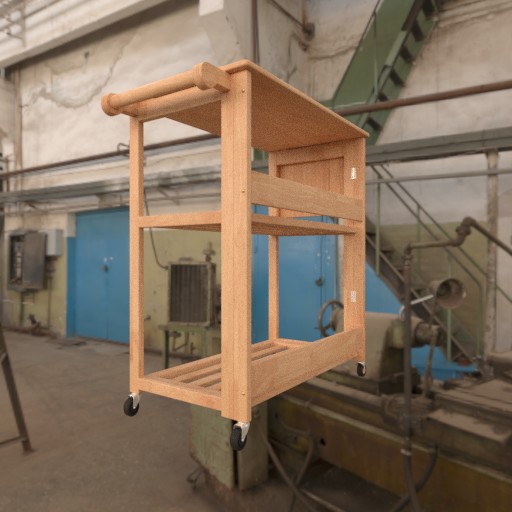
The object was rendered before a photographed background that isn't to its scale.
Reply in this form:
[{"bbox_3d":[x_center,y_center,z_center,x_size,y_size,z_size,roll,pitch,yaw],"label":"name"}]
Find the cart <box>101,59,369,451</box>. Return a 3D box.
[{"bbox_3d":[0.000,0.000,1.387,0.432,0.879,0.853,0,0,35],"label":"cart"}]
